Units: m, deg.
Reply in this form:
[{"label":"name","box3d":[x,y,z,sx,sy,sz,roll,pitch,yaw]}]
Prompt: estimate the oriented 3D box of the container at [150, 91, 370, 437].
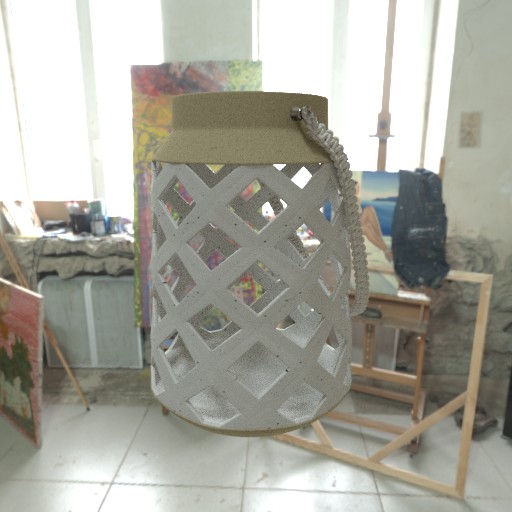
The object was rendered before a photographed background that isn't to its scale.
[{"label":"container","box3d":[0.000,0.000,0.342,0.172,0.229,0.163,-7,16,-26]}]
